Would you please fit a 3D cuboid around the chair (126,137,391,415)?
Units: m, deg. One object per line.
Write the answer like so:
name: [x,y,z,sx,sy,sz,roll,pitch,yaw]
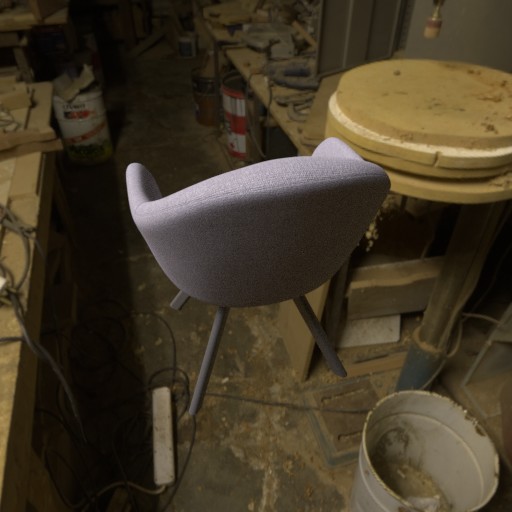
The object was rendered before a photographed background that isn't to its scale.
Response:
chair: [0.000,0.000,1.192,0.590,0.795,0.550,-10,42,-12]
